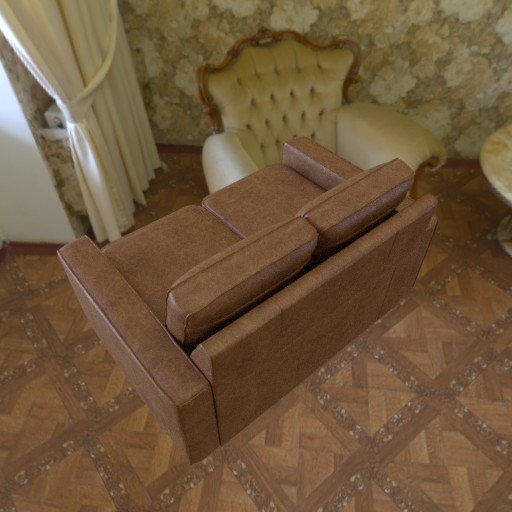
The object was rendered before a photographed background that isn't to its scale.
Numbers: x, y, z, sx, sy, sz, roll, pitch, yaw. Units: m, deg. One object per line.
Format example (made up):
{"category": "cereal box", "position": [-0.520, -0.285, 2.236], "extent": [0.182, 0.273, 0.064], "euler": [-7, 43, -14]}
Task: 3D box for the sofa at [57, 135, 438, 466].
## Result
{"category": "sofa", "position": [0.000, 0.000, 2.145], "extent": [1.532, 0.896, 1.020], "euler": [-31, 53, -26]}
